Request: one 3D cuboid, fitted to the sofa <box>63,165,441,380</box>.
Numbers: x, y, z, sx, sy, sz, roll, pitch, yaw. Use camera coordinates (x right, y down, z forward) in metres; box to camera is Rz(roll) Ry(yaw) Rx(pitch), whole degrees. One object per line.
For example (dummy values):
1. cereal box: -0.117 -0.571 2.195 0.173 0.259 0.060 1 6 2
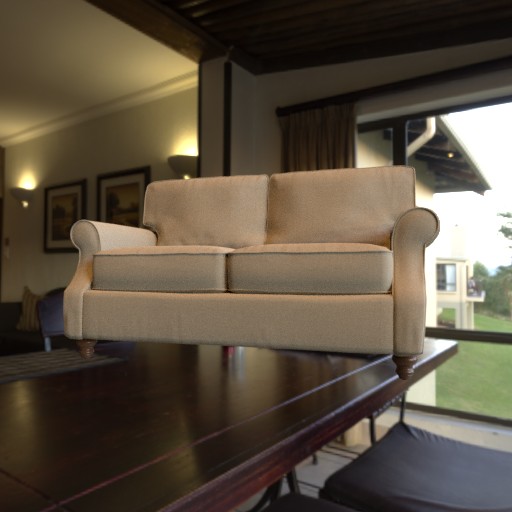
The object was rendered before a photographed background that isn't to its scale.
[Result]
1. sofa: 0.000 0.000 2.202 1.665 0.937 0.964 -1 -2 17
